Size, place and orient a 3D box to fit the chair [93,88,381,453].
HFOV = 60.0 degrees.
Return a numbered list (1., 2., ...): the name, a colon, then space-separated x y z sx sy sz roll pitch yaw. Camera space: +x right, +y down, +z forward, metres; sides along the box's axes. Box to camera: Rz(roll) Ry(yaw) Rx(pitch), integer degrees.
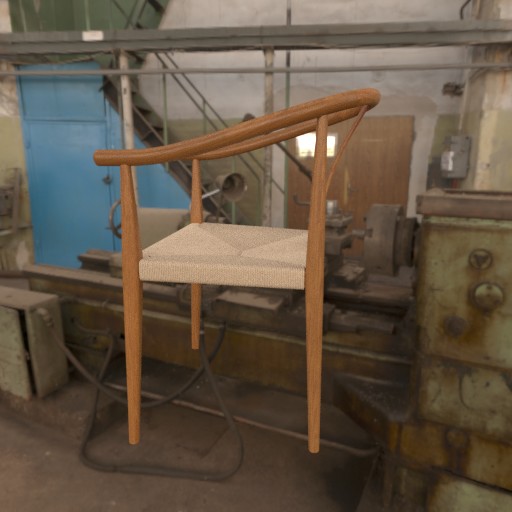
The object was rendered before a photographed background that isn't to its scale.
1. chair: 0.000 0.000 1.163 0.579 0.800 0.556 2 14 8
